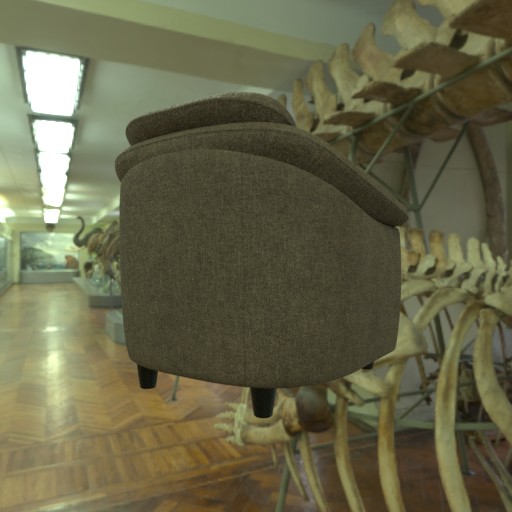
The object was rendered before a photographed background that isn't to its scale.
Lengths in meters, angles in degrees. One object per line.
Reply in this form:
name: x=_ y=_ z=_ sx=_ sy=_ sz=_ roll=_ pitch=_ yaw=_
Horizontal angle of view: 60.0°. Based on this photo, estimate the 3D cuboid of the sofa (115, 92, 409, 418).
sofa: x=0.000 y=0.000 z=1.479 sx=0.870 sy=0.811 sz=0.794 roll=0 pitch=0 yaw=35
